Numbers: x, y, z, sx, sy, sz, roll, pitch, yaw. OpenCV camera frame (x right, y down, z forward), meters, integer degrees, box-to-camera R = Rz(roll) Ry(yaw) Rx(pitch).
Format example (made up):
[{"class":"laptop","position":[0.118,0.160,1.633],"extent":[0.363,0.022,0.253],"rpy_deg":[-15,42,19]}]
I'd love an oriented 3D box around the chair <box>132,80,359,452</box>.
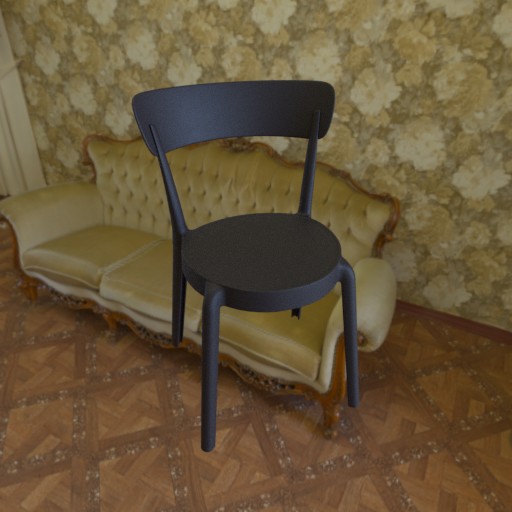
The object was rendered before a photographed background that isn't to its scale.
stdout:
[{"class":"chair","position":[0.000,0.000,1.161],"extent":[0.506,0.790,0.491],"rpy_deg":[-10,33,-16]}]
